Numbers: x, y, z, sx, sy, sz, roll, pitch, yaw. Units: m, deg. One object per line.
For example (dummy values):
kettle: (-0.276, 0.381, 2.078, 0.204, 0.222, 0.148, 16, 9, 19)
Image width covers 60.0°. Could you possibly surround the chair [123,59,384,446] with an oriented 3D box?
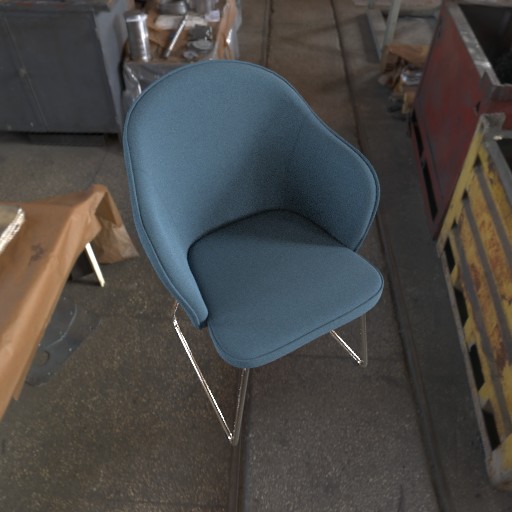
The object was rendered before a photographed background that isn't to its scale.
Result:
chair: (0.000, 0.000, 1.179, 0.570, 0.815, 0.585, -24, 52, -20)
